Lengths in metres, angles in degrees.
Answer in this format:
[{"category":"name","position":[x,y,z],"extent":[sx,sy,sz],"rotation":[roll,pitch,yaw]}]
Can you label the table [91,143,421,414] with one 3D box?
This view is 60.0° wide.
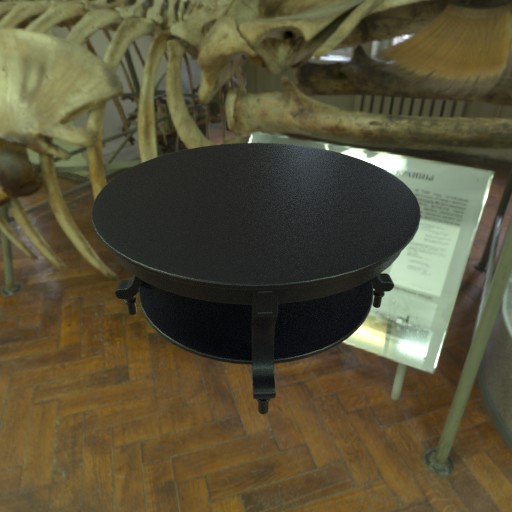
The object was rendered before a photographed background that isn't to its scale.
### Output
[{"category":"table","position":[0.000,0.000,1.574],"extent":[1.029,0.491,1.029],"rotation":[0,32,0]}]
